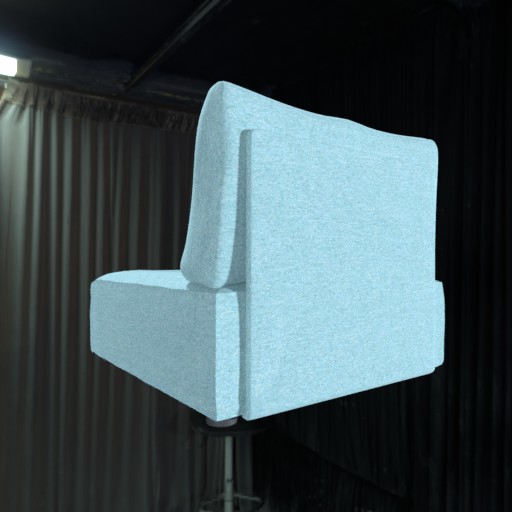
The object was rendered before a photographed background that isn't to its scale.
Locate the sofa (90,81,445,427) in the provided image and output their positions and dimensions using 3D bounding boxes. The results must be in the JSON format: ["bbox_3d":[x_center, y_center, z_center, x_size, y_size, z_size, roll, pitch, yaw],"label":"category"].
[{"bbox_3d":[0.000,0.000,1.660,0.930,0.820,1.000,0,-1,-36],"label":"sofa"}]
